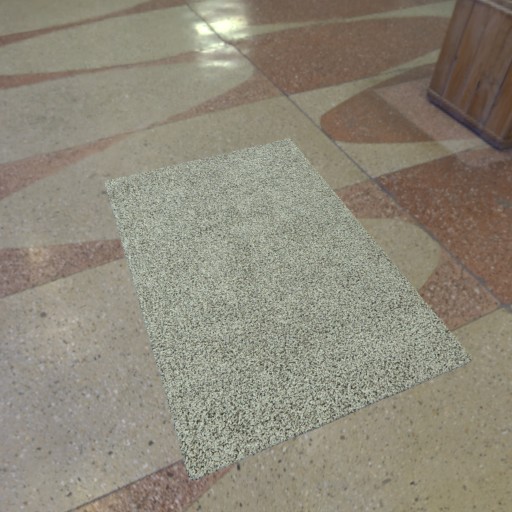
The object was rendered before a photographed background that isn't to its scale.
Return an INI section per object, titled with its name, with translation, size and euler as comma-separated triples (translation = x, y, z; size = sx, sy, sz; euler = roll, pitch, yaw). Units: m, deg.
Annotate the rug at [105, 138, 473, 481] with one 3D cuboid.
[rug]
translation = 0.000, 0.000, 2.232
size = 1.219, 0.030, 1.778
euler = -17, 50, -15
